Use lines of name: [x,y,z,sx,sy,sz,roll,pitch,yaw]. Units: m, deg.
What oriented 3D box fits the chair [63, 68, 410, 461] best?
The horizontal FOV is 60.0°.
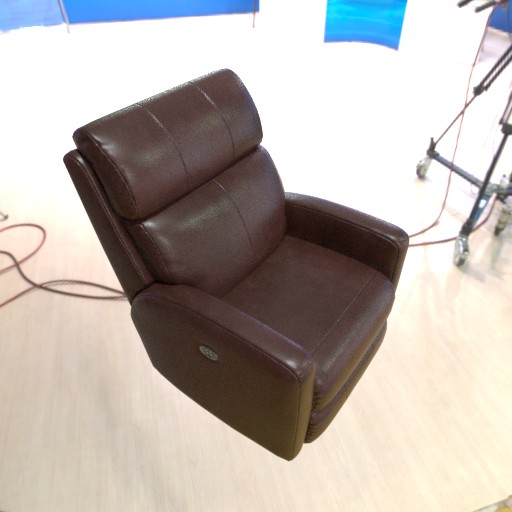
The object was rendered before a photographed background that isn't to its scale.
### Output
chair: [0.000,0.000,1.597,0.939,1.016,0.787,26,47,27]
